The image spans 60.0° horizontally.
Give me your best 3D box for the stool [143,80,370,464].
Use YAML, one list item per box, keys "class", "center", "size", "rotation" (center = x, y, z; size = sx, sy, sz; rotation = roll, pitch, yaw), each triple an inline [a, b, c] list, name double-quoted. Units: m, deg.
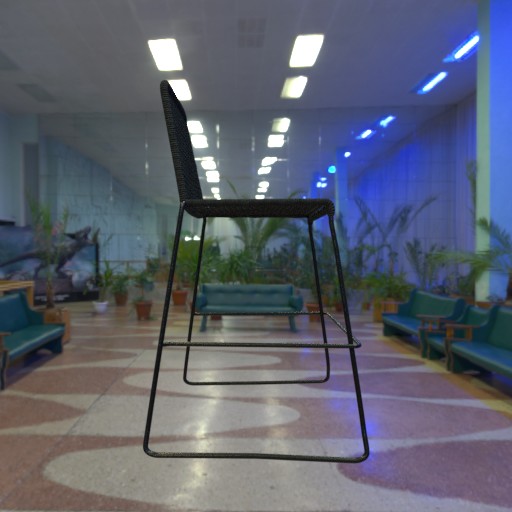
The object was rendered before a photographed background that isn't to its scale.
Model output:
- class: "stool"
  center: [0.000, 0.000, 1.260]
  size: [0.509, 0.905, 0.590]
  rotation: [0, 1, 1]
